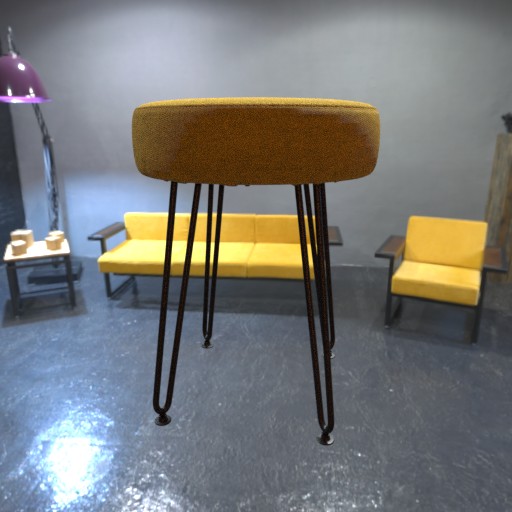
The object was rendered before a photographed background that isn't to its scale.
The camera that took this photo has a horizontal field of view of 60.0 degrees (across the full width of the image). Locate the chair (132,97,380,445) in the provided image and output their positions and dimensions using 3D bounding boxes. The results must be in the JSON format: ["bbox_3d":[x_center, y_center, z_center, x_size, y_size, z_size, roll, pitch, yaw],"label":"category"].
[{"bbox_3d":[0.000,0.000,0.689,0.345,0.455,0.345,3,17,10],"label":"chair"}]
